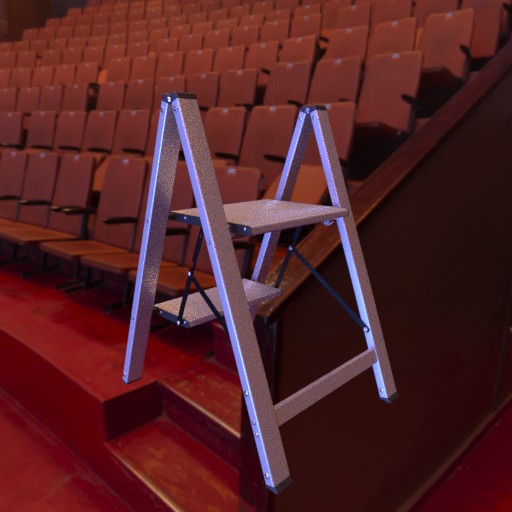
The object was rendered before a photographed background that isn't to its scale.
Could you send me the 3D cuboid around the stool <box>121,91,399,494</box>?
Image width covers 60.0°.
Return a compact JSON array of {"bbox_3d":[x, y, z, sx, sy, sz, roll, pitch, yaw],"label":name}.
[{"bbox_3d":[0.000,0.000,1.007,0.535,0.670,0.440,14,20,43],"label":"stool"}]
